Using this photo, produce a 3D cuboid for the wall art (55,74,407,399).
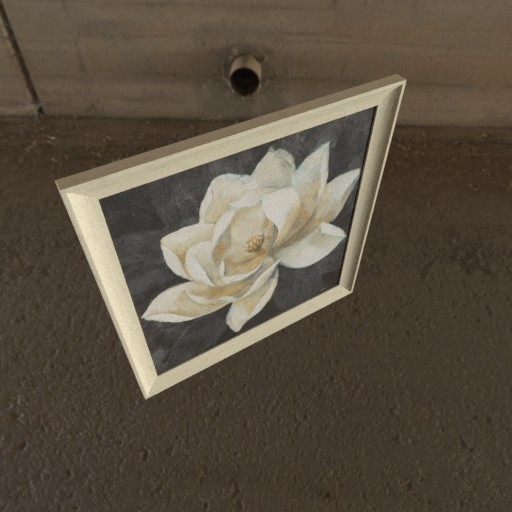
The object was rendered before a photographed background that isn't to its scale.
[{"bbox_3d":[0.000,0.000,1.521,1.016,1.016,0.045,-24,51,-21],"label":"wall art"}]
